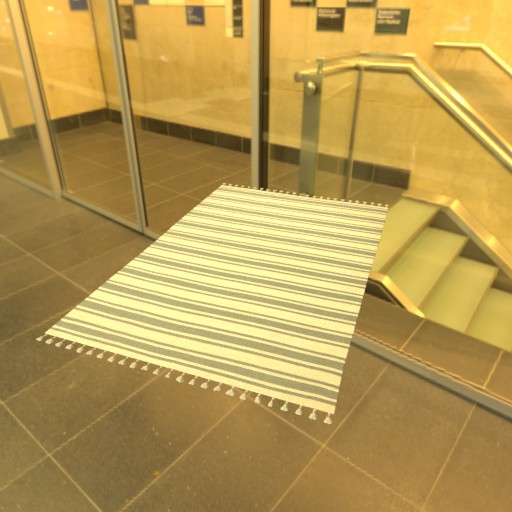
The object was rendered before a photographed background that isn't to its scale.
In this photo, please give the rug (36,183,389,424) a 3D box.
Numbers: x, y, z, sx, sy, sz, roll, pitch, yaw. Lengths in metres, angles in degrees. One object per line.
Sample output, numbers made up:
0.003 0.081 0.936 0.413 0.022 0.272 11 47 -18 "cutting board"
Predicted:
0.000 0.000 3.029 1.539 0.011 2.410 10 32 17 "rug"
